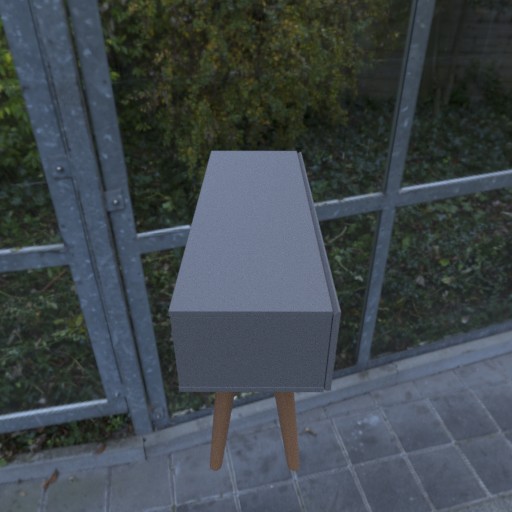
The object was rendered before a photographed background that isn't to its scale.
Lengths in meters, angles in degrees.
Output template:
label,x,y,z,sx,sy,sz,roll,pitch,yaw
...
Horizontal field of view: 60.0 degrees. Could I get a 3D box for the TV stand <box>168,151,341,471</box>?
label,x,y,z,sx,sy,sz,roll,pitch,yaw
TV stand,0.000,0.000,1.563,0.329,0.591,1.336,0,32,0
